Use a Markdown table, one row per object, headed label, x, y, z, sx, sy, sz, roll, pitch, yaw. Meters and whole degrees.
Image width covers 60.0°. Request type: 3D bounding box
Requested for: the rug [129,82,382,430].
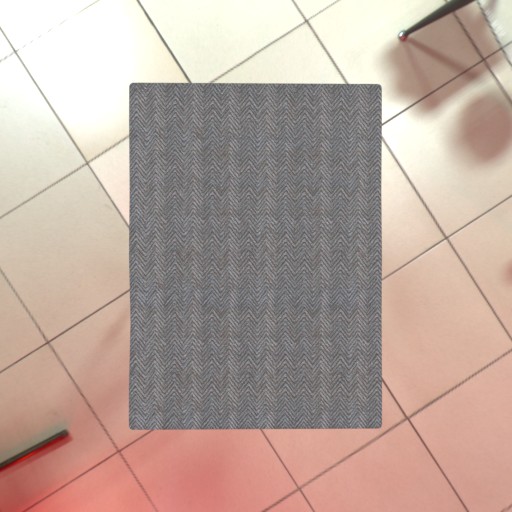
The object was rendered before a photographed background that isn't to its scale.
| label | x | y | z | sx | sy | sz | roll | pitch | yaw |
| --- | --- | --- | --- | --- | --- | --- | --- | --- | --- |
| rug | 0.000 | 0.000 | 5.074 | 2.894 | 0.011 | 3.957 | 0 | 90 | -1 |
